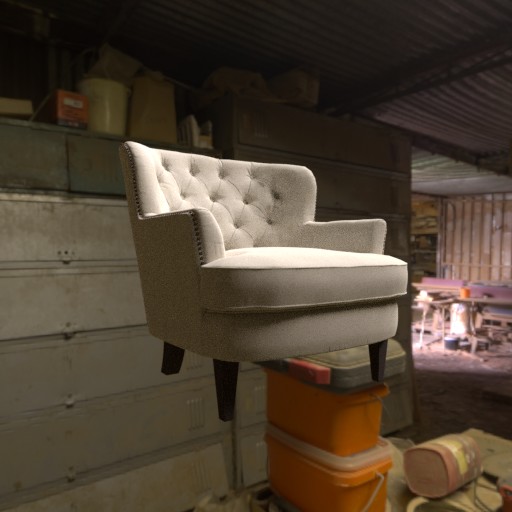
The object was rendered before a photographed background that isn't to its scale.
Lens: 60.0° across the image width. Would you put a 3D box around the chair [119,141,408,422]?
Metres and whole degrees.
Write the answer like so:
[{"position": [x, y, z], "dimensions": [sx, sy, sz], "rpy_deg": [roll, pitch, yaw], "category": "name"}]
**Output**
[{"position": [0.000, 0.000, 1.604], "dimensions": [0.848, 0.868, 0.906], "rpy_deg": [-1, 1, -35], "category": "chair"}]
